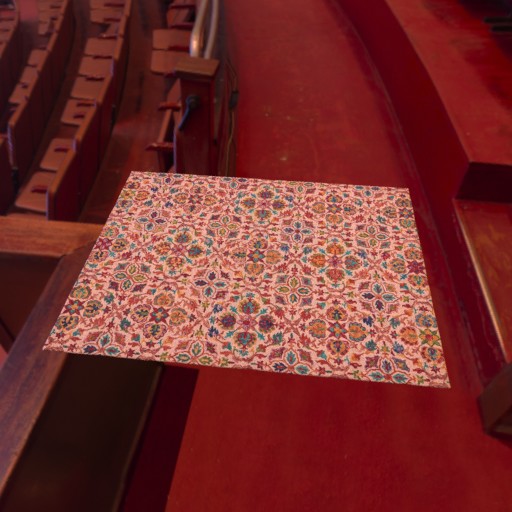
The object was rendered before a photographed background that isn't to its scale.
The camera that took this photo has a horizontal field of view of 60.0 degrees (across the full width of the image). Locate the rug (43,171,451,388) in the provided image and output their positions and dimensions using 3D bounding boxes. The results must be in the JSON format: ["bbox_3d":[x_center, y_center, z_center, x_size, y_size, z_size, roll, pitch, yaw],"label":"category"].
[{"bbox_3d":[0.000,0.000,4.295,3.215,0.020,2.446,4,47,4],"label":"rug"}]
